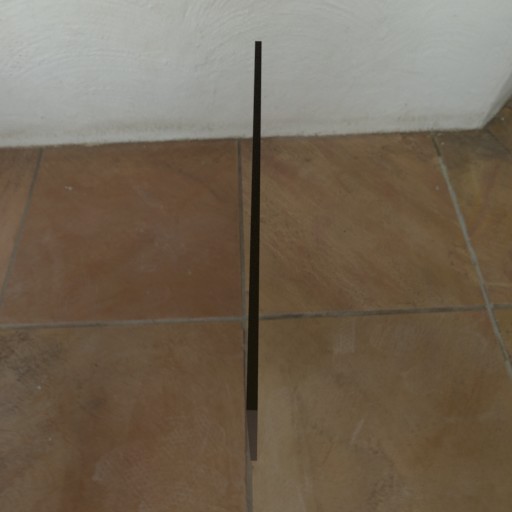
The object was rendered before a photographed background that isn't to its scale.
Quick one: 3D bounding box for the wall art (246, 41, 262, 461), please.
[{"bbox_3d":[0.000,0.000,0.841,0.013,0.447,0.660,1,59,0],"label":"wall art"}]
